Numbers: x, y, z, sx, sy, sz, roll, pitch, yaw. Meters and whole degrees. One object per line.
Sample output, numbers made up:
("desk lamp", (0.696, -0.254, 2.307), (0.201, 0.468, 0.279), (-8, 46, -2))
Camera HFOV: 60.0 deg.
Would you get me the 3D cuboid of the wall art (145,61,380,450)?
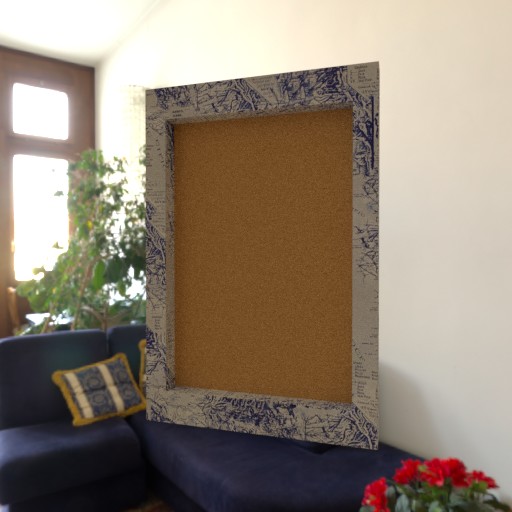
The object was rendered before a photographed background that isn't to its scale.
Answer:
("wall art", (0.000, 0.000, 0.764), (0.408, 0.601, 0.040), (0, 1, 17))
